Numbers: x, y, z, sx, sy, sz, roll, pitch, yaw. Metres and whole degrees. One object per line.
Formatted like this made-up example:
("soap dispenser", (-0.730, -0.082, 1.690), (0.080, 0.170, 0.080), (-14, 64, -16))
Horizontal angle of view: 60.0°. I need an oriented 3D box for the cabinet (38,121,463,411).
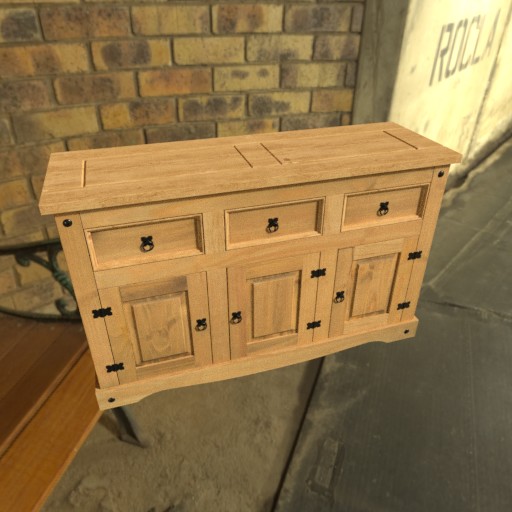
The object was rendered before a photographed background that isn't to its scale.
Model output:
("cabinet", (0.000, 0.000, 1.708), (1.321, 0.810, 0.432), (-9, 33, -15))
